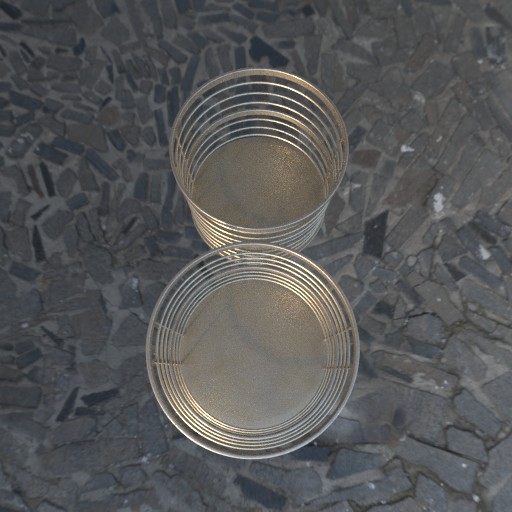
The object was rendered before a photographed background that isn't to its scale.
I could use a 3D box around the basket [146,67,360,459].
[{"bbox_3d":[0.000,0.000,0.953,0.356,0.351,0.746,2,76,0],"label":"basket"}]
